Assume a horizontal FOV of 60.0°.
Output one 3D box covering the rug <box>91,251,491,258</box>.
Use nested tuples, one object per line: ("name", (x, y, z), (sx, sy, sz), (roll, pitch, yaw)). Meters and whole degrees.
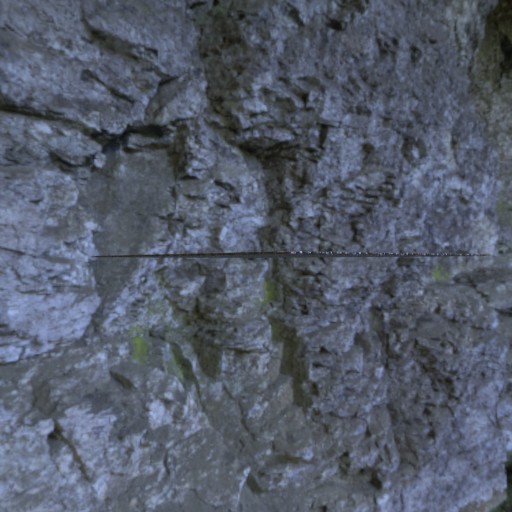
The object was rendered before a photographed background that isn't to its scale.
("rug", (0.000, 0.000, 2.509), (1.237, 0.010, 2.029), (0, -1, -37))
